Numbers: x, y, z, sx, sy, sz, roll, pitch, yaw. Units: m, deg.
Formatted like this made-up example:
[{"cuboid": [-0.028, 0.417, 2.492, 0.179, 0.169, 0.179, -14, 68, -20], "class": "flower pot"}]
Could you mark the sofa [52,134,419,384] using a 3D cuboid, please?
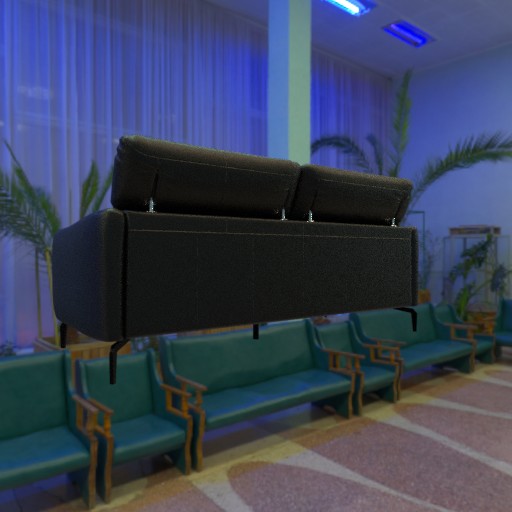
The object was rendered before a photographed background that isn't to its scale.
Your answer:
[{"cuboid": [0.000, 0.000, 2.547, 2.069, 0.957, 0.856, 0, 0, -36], "class": "sofa"}]
